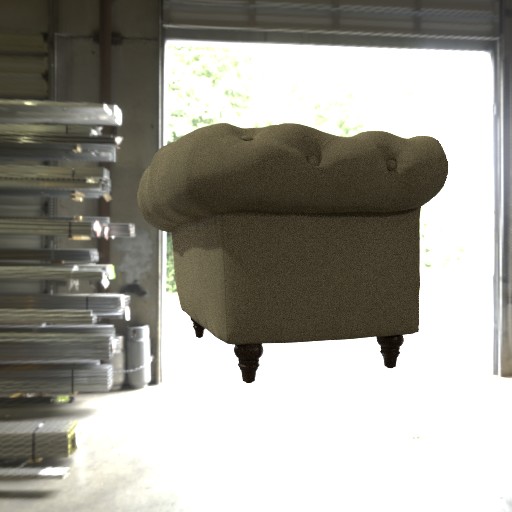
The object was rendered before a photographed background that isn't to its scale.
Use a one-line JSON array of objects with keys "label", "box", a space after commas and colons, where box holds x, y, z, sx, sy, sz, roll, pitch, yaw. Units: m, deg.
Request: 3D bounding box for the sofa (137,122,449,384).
[{"label": "sofa", "box": [0.000, 0.000, 2.018, 1.034, 0.878, 1.405, 0, 0, -18]}]
